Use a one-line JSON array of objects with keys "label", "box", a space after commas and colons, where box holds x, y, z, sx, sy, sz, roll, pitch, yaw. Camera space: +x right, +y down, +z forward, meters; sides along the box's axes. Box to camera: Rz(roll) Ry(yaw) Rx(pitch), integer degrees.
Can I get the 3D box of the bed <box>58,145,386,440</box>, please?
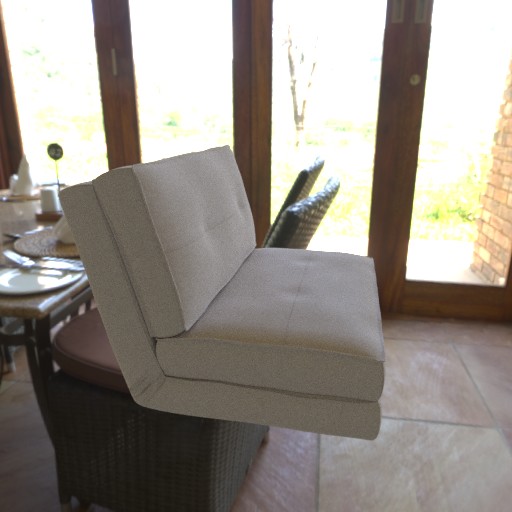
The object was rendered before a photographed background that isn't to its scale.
[{"label": "bed", "box": [0.000, 0.000, 1.334, 0.749, 0.614, 0.799, 4, 17, 12]}]
